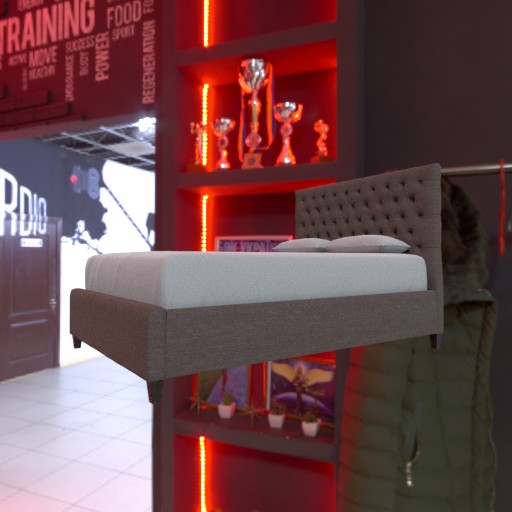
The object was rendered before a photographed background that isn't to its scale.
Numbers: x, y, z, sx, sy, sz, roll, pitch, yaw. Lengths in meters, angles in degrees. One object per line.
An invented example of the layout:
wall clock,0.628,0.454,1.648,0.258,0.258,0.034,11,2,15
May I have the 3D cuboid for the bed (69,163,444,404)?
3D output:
bed,0.000,0.000,3.440,2.387,1.427,1.698,0,0,-35
